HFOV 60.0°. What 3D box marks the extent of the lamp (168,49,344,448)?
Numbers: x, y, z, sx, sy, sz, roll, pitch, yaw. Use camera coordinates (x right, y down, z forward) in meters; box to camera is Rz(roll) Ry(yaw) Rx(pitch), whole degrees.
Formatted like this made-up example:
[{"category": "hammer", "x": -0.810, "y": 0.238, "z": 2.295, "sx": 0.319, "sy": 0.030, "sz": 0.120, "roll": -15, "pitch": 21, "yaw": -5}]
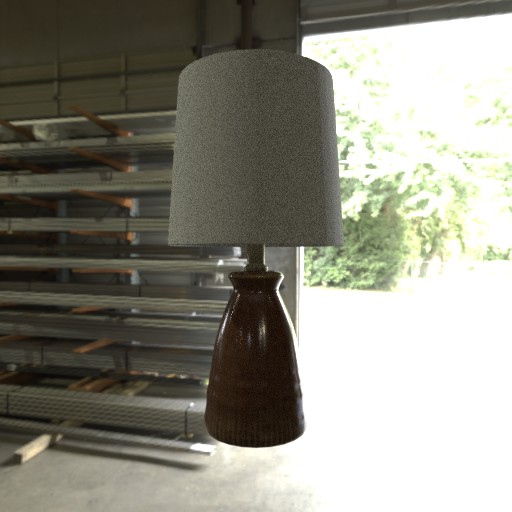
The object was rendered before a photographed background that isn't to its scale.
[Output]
[{"category": "lamp", "x": 0.000, "y": 0.000, "z": 0.478, "sx": 0.186, "sy": 0.369, "sz": 0.186, "roll": 0, "pitch": 0, "yaw": 0}]
